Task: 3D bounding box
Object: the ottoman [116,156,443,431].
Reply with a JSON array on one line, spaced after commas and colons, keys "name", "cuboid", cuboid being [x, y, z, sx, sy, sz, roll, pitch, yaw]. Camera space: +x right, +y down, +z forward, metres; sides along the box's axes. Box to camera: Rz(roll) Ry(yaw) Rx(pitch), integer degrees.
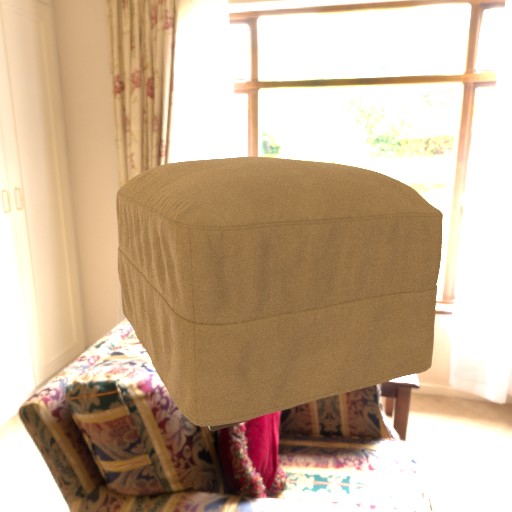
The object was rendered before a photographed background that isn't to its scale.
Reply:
[{"name": "ottoman", "cuboid": [0.000, 0.000, 1.098, 0.584, 0.480, 0.712, -7, 15, -26]}]
